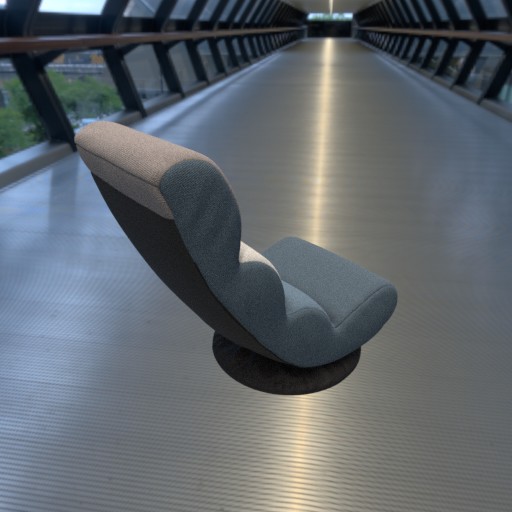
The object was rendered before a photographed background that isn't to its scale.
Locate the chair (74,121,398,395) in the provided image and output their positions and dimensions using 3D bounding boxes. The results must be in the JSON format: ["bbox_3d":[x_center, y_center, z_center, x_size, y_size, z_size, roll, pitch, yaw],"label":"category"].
[{"bbox_3d":[0.000,0.000,1.061,0.661,0.641,0.420,-18,32,-33],"label":"chair"}]
